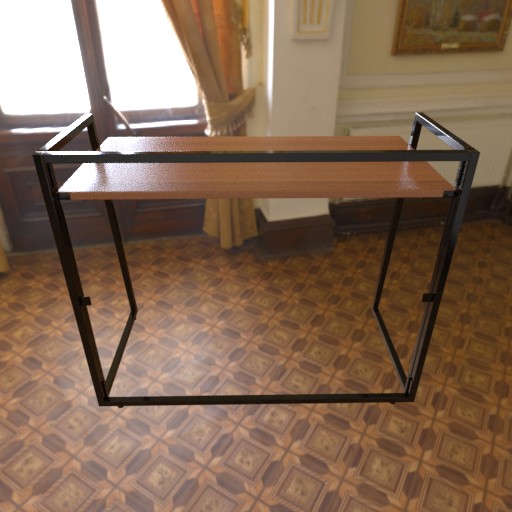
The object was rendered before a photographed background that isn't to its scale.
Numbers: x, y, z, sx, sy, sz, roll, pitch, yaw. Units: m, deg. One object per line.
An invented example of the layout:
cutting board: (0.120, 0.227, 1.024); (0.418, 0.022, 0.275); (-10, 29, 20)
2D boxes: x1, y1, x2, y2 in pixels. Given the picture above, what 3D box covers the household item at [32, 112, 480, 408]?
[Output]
household item: (0.000, 0.000, 1.471); (1.050, 0.860, 0.510); (0, 31, -1)
